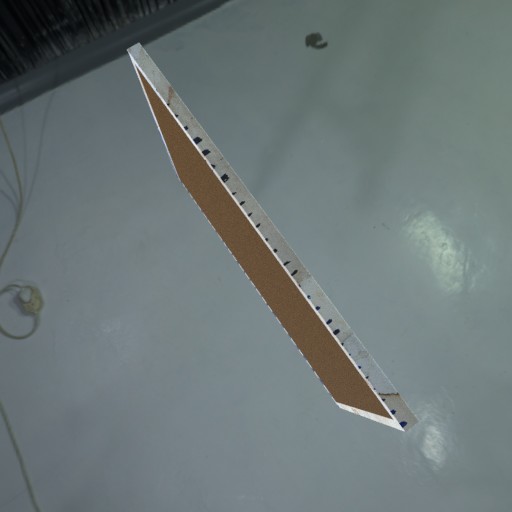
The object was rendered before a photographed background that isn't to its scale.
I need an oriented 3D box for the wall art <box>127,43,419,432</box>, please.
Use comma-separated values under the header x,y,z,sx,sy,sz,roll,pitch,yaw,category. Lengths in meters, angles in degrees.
x,y,z,sx,sy,sz,roll,pitch,yaw,category
0.000,0.000,1.132,0.030,0.609,0.919,-34,77,-9,wall art
